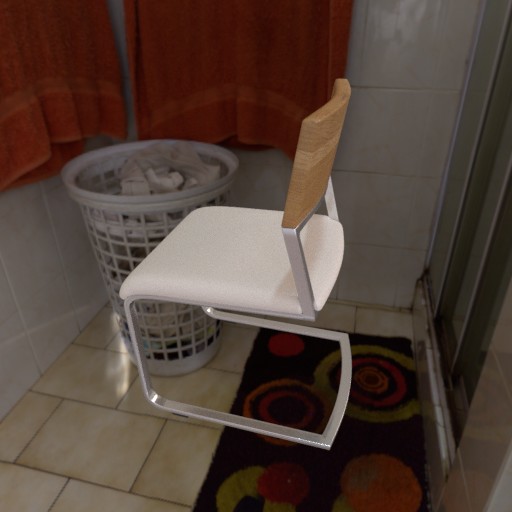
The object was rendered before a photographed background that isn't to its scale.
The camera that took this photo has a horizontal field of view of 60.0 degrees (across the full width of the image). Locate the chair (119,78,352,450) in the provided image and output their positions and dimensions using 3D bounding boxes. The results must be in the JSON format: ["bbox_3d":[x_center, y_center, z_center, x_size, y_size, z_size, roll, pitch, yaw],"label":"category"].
[{"bbox_3d":[0.000,0.000,1.192,0.585,0.844,0.467,8,31,14],"label":"chair"}]
